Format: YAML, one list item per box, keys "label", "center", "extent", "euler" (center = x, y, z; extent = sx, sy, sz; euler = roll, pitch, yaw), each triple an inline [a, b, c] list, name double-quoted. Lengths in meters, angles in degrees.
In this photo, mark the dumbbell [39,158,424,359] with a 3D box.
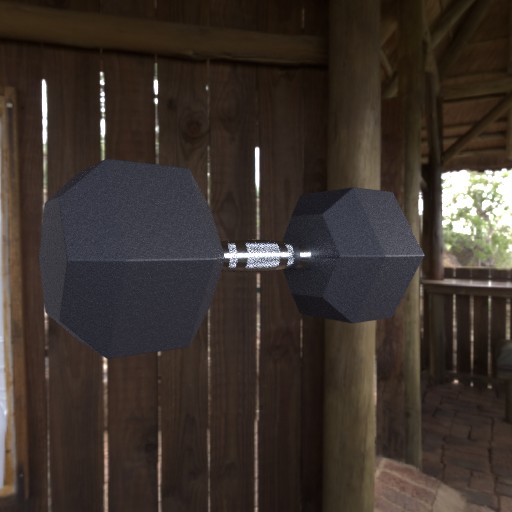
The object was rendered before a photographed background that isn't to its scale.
- label: "dumbbell"
  center: [0.000, 0.000, 0.423]
  extent: [0.361, 0.137, 0.157]
  euler: [-1, 1, -36]
